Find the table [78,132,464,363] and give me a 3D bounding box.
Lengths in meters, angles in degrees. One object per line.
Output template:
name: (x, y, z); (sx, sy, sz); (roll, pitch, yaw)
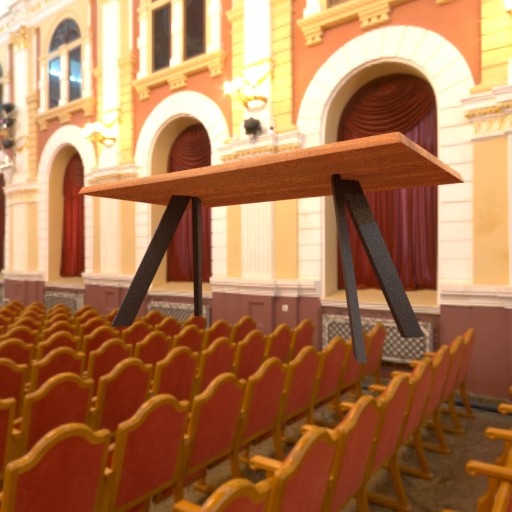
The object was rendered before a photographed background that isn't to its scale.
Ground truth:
table: (0.000, 0.000, 2.278); (1.800, 0.770, 0.900); (-1, -1, 37)
